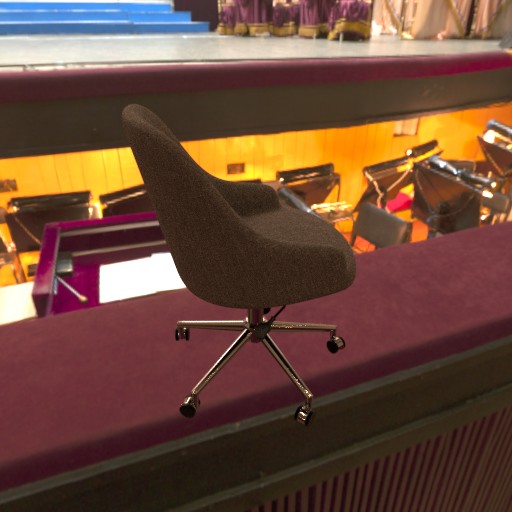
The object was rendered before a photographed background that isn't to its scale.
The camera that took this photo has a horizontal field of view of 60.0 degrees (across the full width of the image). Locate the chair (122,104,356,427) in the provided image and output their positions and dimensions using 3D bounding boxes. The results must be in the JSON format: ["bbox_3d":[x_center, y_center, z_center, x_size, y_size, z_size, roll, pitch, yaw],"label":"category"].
[{"bbox_3d":[0.000,0.000,1.444,0.712,0.950,0.671,-10,31,-17],"label":"chair"}]
